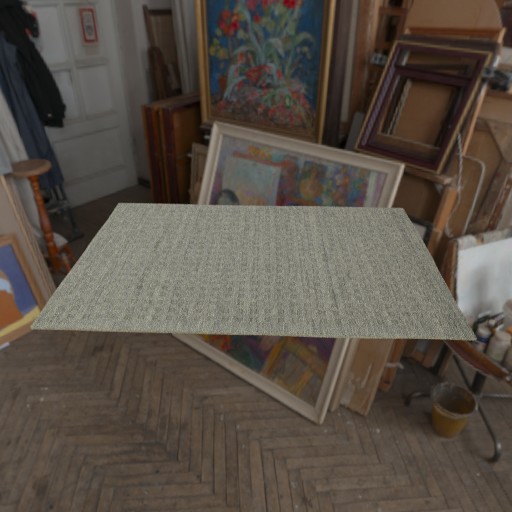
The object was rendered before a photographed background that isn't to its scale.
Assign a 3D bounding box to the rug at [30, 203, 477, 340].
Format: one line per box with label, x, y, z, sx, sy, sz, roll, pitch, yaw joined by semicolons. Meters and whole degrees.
rug;0.000;0.000;2.915;2.297;0.018;1.532;1;32;2
